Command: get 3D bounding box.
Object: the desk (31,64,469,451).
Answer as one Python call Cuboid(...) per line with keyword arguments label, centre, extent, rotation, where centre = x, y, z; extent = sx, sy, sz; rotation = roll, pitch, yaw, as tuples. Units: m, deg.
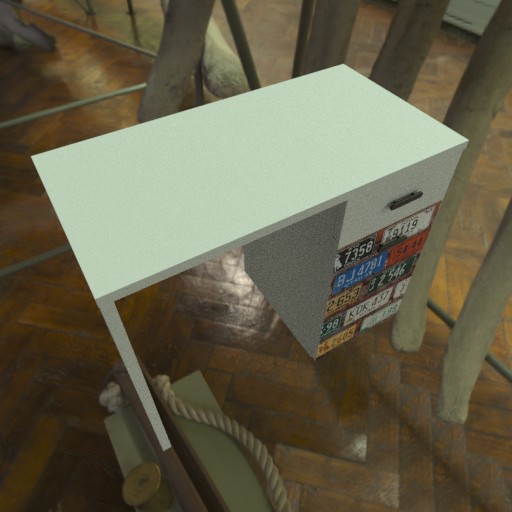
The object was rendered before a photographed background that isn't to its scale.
Cuboid(label="desk", centre=(0.000, 0.000, 1.289), extent=(0.898, 0.730, 0.482), rotation=(-24, 52, -20))
